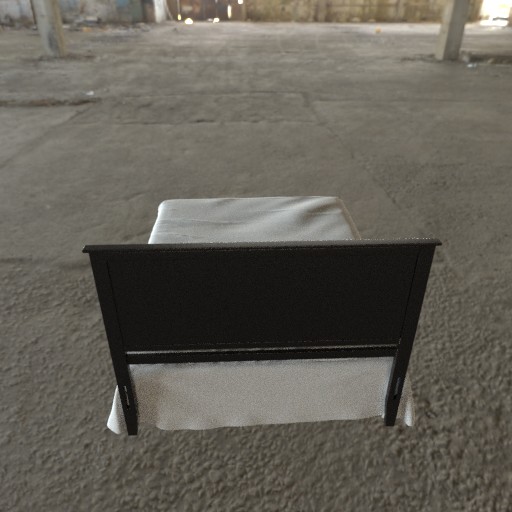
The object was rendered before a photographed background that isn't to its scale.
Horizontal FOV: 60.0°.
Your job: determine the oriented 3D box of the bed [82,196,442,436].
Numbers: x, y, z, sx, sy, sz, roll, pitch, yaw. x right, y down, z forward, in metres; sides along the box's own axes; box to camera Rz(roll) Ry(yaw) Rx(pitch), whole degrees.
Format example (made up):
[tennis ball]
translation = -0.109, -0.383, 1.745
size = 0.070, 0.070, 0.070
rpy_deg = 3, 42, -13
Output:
[bed]
translation = 0.000, 0.000, 3.217
size = 1.870, 1.270, 2.050
rpy_deg = -1, 30, -2
